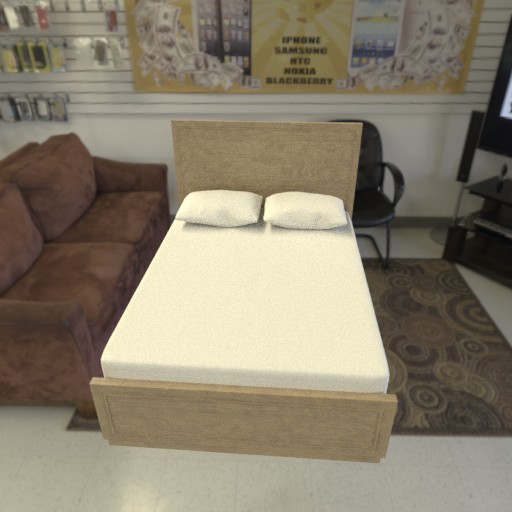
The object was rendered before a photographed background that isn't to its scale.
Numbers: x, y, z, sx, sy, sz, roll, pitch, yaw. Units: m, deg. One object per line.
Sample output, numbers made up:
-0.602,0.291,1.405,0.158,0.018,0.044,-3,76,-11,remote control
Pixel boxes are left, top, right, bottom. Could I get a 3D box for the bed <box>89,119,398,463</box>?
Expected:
0.000,0.000,3.141,1.606,1.369,2.189,2,30,4,bed
